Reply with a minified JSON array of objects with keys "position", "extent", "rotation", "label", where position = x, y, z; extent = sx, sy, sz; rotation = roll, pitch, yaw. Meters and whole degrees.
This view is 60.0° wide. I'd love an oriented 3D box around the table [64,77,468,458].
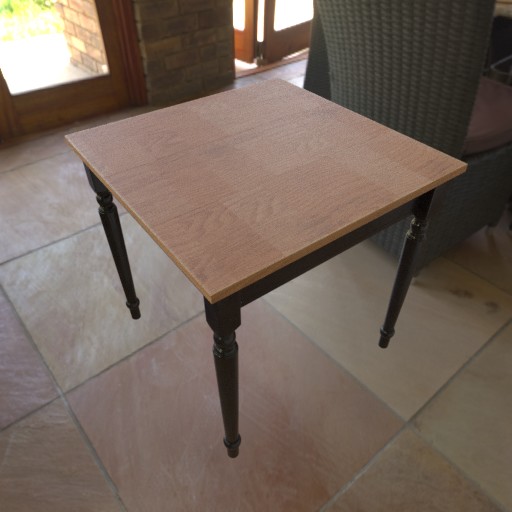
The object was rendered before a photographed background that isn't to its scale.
[{"position":[0.000,0.000,1.392],"extent":[0.747,0.738,0.747],"rotation":[-26,48,-27],"label":"table"}]
